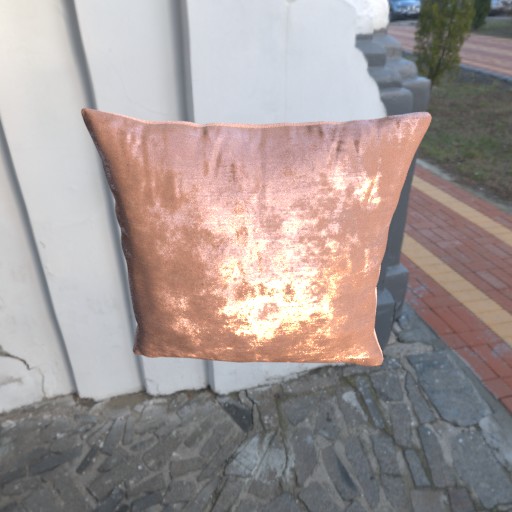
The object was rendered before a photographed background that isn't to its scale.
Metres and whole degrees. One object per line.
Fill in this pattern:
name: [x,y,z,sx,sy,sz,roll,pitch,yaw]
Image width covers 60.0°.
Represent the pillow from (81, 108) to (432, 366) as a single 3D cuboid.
pillow: [0.000,0.000,0.712,0.470,0.464,0.175,1,31,1]
